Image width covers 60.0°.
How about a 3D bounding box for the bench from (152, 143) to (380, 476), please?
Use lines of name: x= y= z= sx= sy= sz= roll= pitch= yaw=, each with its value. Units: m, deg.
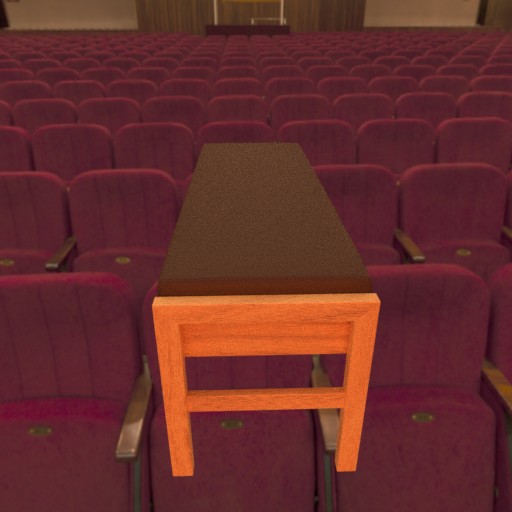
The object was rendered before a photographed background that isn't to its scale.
bench: x=0.000 y=0.000 z=1.409 sx=0.405 sy=0.480 sz=1.200 roll=-1 pitch=26 yaw=-2
